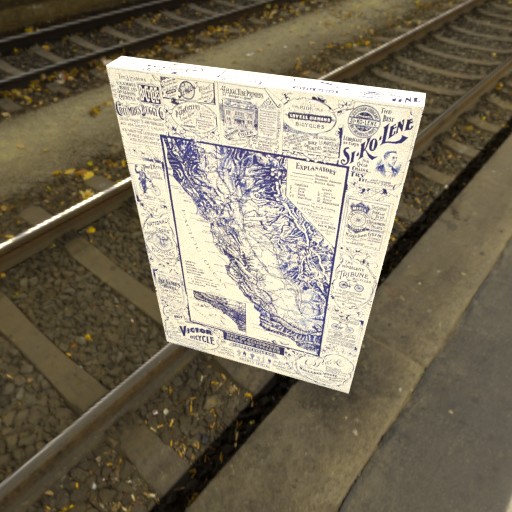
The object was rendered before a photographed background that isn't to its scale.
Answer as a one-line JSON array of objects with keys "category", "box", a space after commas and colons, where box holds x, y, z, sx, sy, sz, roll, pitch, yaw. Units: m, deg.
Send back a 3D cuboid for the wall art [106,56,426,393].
[{"category": "wall art", "box": [0.000, 0.000, 0.473, 0.255, 0.376, 0.025, 13, 44, 14]}]
